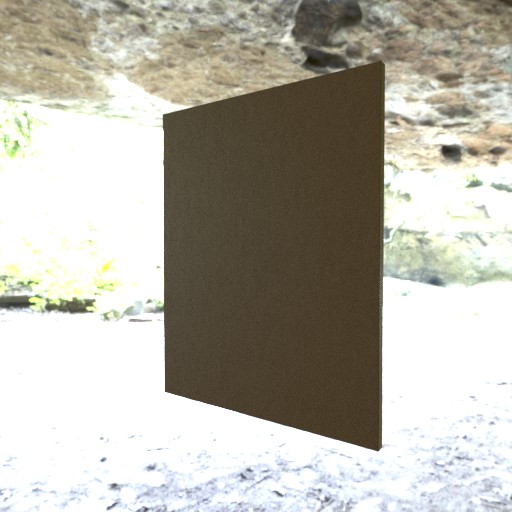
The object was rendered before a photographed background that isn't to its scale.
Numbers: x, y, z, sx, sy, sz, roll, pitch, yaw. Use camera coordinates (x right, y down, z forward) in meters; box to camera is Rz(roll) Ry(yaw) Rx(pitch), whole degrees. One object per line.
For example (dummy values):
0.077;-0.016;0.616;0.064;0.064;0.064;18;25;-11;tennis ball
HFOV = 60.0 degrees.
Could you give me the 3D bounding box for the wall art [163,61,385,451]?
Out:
0.000;0.000;1.378;0.798;1.002;0.030;1;2;35;wall art
